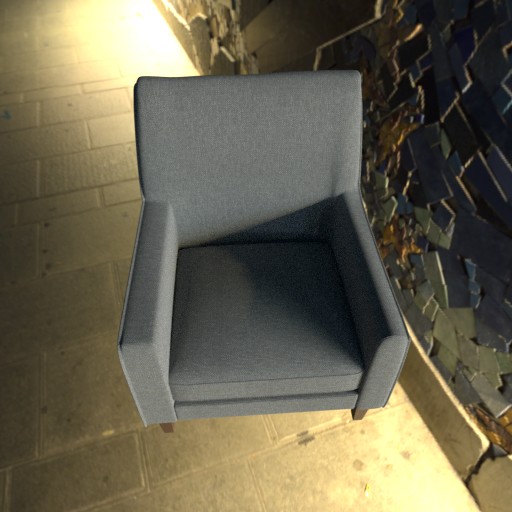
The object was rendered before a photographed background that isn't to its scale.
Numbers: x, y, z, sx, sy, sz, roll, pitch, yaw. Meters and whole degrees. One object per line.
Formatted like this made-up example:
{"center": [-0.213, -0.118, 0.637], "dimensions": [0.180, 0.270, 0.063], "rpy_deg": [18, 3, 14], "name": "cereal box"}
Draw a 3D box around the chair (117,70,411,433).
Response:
{"center": [0.000, 0.000, 1.518], "dimensions": [0.780, 0.919, 0.899], "rpy_deg": [-3, 45, -3], "name": "chair"}
